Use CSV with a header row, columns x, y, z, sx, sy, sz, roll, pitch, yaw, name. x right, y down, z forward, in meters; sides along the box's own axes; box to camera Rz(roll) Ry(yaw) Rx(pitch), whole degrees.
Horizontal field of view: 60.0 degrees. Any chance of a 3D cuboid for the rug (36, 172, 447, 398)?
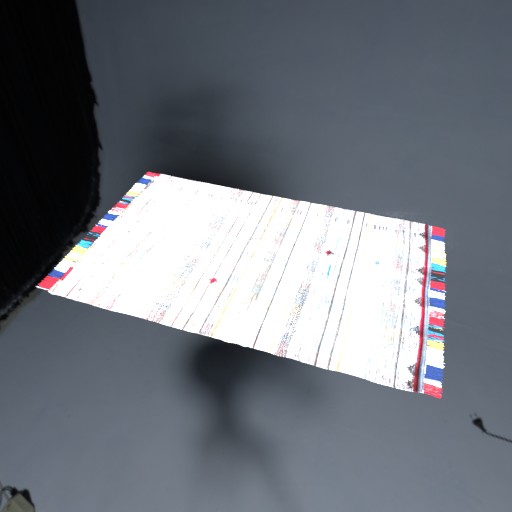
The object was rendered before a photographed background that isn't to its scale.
x,y,z,sx,sy,sz,roll,pitch,yaw,name
0.000,0.000,3.008,2.465,0.012,1.465,13,44,14,rug
